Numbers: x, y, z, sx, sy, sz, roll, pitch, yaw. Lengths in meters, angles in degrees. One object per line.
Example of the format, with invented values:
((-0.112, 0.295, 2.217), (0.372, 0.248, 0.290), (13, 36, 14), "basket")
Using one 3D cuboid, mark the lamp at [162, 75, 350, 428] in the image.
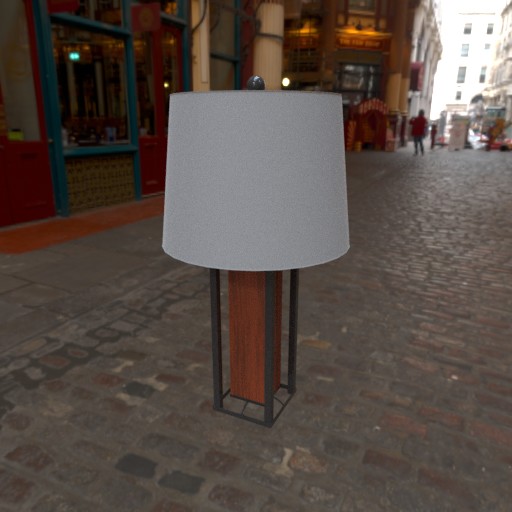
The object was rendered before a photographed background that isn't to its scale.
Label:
((0.000, 0.000, 0.780), (0.320, 0.591, 0.320), (0, 17, 0), "lamp")
